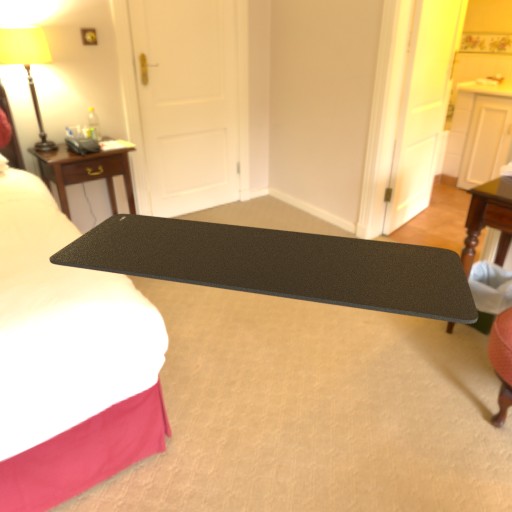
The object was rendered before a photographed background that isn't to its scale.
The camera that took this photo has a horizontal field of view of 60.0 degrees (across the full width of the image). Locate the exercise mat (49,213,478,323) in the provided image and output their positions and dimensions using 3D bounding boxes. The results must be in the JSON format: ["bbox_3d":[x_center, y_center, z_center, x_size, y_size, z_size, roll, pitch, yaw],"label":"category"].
[{"bbox_3d":[0.000,0.000,2.100,1.869,0.021,0.616,7,28,13],"label":"exercise mat"}]
